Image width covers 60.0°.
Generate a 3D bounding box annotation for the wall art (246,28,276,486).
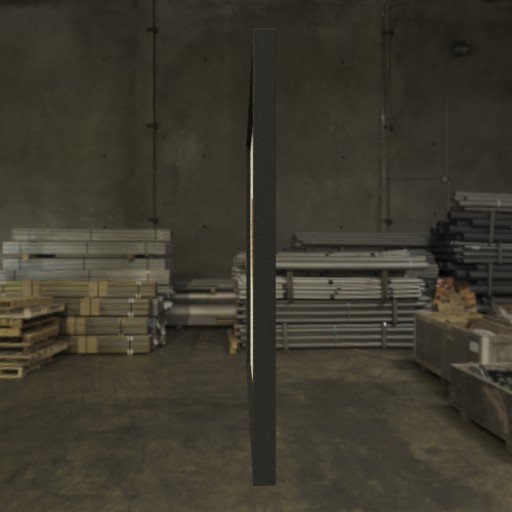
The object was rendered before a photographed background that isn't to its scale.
[{"bbox_3d":[0.000,0.000,1.119,0.038,0.762,0.762,0,1,-2],"label":"wall art"}]
